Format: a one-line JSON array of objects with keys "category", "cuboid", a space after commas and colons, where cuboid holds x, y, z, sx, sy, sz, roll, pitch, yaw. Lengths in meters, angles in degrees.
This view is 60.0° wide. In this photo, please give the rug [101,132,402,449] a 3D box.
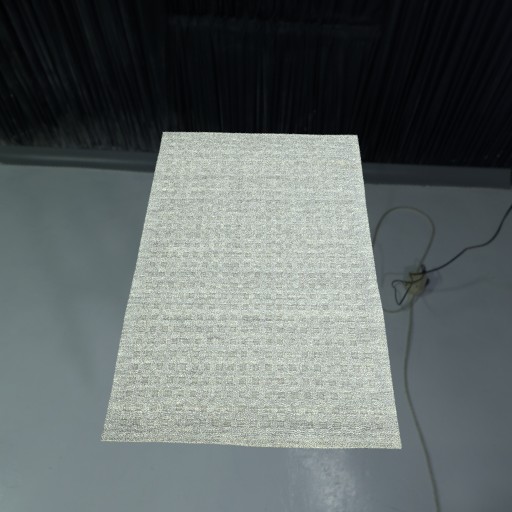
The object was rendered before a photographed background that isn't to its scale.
[{"category": "rug", "cuboid": [0.000, 0.000, 2.866, 1.532, 0.018, 2.297, 1, 57, 1]}]
